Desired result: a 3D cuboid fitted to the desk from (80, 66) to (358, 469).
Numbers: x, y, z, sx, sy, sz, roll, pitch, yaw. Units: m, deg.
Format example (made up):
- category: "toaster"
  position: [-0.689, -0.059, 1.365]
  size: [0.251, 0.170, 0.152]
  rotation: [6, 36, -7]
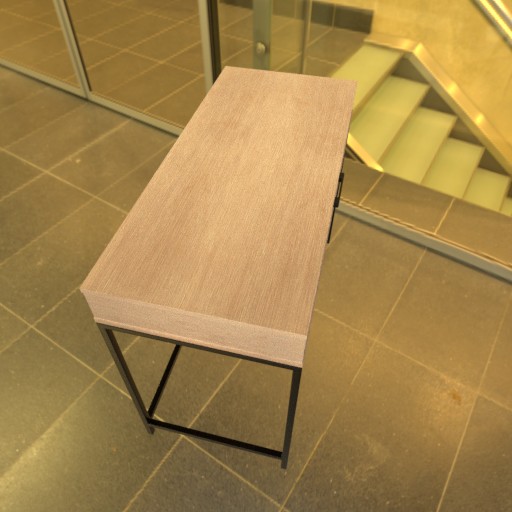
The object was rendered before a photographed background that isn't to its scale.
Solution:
- category: "desk"
  position: [0.000, 0.000, 1.454]
  size: [0.470, 0.762, 1.016]
  rotation: [10, 48, 9]
